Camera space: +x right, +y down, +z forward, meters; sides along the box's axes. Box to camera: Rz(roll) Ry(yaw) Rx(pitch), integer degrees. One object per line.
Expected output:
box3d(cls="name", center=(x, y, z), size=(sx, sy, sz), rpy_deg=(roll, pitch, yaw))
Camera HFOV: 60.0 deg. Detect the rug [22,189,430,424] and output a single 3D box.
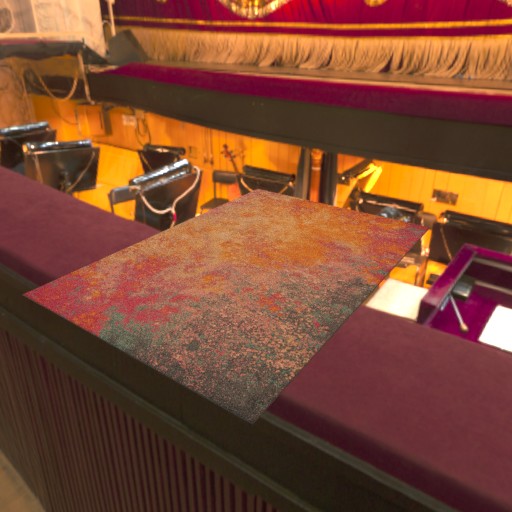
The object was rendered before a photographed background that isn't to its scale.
box3d(cls="rug", center=(0.000, 0.000, 3.665), size=(2.007, 0.013, 2.896), rpy_deg=(18, 32, 31))
